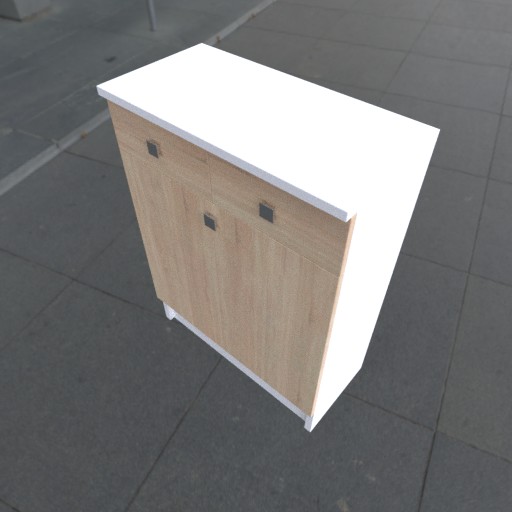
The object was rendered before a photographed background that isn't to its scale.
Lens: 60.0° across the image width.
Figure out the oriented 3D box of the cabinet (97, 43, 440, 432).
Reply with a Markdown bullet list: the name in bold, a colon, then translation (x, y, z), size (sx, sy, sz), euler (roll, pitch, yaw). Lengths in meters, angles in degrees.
- **cabinet**: translation (0.000, 0.000, 1.129), size (0.600, 0.815, 0.296), euler (32, 54, 27)
